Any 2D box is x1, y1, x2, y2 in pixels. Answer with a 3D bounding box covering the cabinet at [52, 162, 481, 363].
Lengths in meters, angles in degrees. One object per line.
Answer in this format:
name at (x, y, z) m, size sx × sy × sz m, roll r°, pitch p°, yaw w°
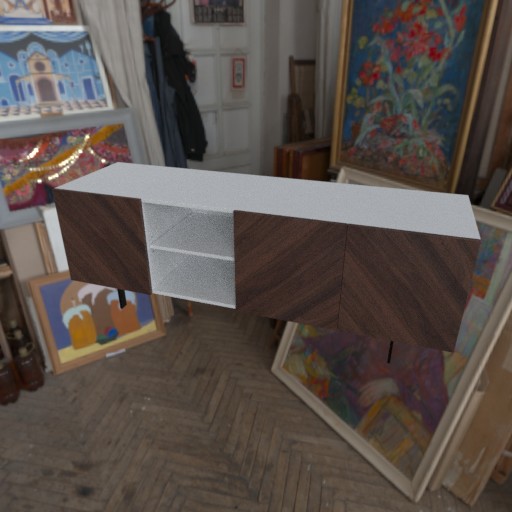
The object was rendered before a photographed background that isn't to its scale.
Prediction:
cabinet at (0.000, 0.000, 1.777) m, size 1.499 × 0.533 × 0.431 m, roll 9°, pitch 28°, yaw 17°
